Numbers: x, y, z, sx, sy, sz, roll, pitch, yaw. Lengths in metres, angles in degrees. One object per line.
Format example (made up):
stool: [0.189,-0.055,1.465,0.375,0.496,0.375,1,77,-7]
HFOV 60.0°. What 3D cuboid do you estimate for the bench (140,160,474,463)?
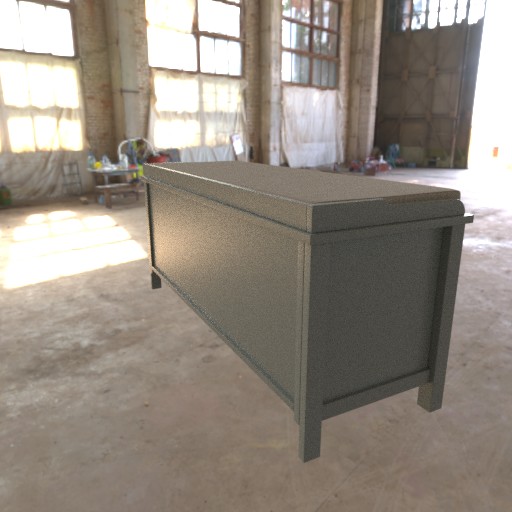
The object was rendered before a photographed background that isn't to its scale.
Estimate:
bench: [0.000,0.000,1.347,0.398,0.501,1.140,-8,18,-27]
